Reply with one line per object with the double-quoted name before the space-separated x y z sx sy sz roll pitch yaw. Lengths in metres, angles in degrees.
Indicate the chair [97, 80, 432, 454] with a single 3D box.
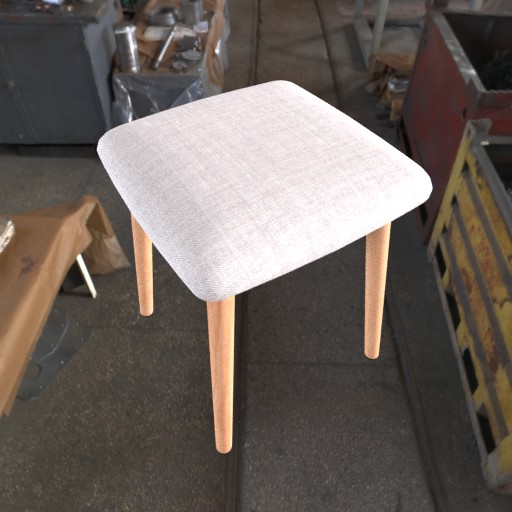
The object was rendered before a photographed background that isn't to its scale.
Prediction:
"chair" 0.000 0.000 0.717 0.350 0.440 0.350 -25 51 -22
